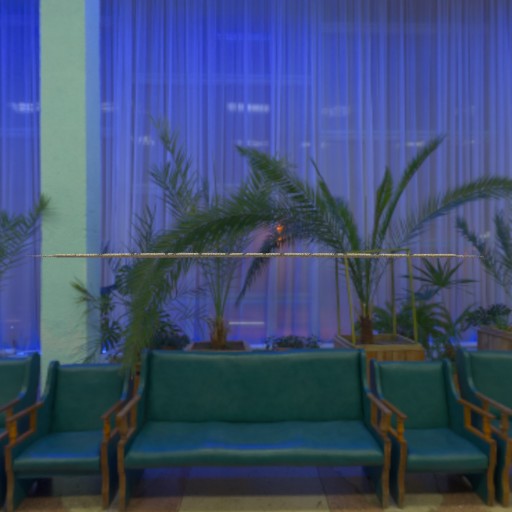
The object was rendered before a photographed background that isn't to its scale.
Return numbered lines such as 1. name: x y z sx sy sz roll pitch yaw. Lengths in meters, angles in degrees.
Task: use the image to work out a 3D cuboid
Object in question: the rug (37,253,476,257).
1. rug: 0.000 0.000 4.252 3.213 0.030 2.388 0 0 0
